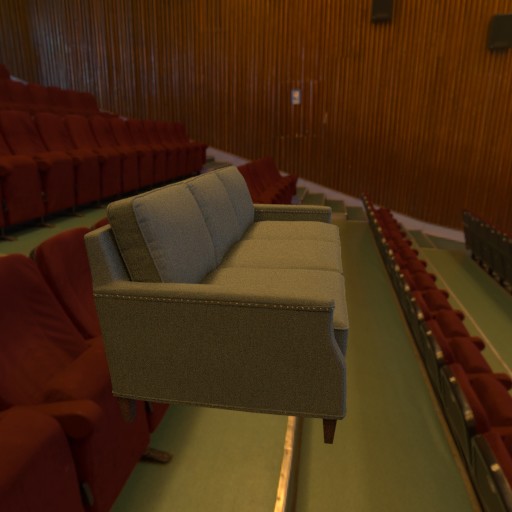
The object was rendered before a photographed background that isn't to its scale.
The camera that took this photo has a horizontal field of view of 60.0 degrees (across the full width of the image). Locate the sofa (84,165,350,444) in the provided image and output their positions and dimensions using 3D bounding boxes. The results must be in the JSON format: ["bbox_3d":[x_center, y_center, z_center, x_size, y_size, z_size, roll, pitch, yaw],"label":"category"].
[{"bbox_3d":[0.000,0.000,2.803,1.084,1.003,2.246,2,16,9],"label":"sofa"}]
